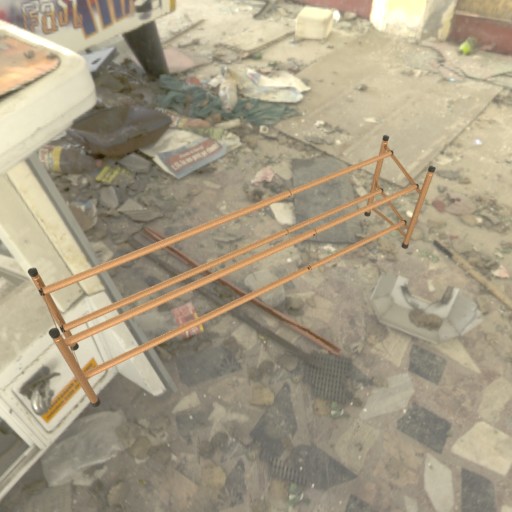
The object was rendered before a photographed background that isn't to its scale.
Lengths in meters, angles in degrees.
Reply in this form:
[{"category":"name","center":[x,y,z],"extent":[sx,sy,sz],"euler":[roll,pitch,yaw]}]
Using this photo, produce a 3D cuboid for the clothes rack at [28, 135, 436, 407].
[{"category":"clothes rack","center":[0.000,0.000,1.343],"extent":[1.168,0.349,0.229],"euler":[-24,51,-21]}]
